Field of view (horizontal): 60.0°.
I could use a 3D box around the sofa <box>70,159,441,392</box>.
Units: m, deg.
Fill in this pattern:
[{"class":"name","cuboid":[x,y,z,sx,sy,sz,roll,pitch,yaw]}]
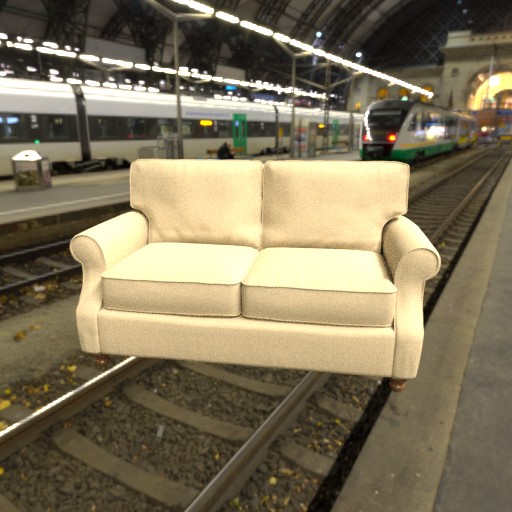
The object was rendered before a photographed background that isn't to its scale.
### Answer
[{"class":"sofa","cuboid":[0.000,0.000,2.285,1.665,0.937,0.964,2,16,9]}]
